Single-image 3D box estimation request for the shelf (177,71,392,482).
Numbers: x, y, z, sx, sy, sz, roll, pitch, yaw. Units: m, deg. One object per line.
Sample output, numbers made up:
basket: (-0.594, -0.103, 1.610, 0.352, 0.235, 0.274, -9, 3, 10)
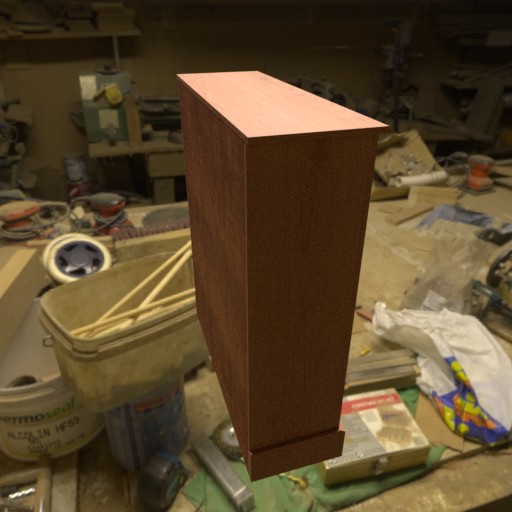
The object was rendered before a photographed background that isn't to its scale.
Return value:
shelf: (0.000, 0.000, 1.401, 0.291, 0.980, 0.840, -9, 31, -15)
